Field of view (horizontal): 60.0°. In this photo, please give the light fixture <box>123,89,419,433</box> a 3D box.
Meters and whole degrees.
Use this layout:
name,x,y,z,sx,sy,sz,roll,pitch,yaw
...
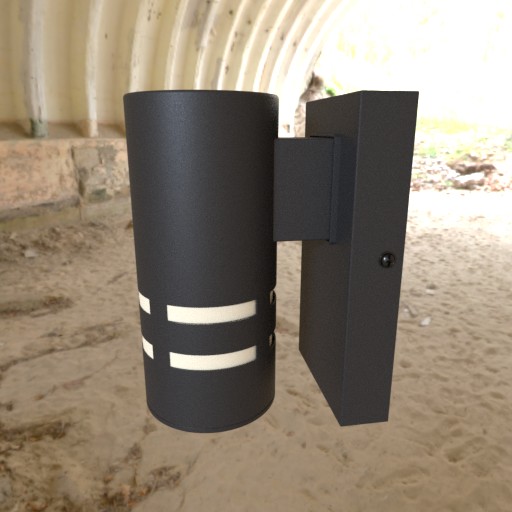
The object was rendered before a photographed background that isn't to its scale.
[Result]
name,x,y,z,sx,sy,sz,roll,pitch,yaw
light fixture,0.000,0.000,0.262,0.138,0.179,0.098,-3,16,-9
